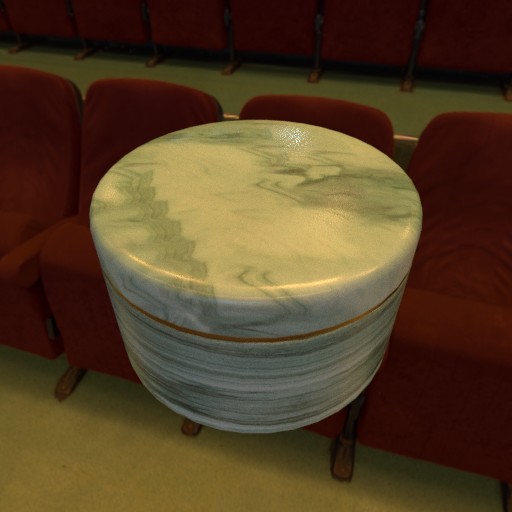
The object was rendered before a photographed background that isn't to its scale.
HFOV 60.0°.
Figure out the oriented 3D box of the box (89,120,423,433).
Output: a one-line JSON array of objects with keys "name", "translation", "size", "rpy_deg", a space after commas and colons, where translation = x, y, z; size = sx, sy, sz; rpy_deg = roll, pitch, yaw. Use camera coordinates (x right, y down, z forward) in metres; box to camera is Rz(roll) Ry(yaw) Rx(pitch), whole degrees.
[{"name": "box", "translation": [0.000, 0.000, 0.157], "size": [0.101, 0.063, 0.101], "rpy_deg": [0, 40, 0]}]
